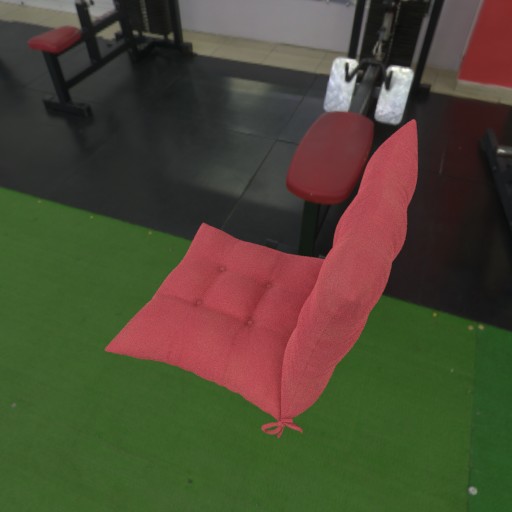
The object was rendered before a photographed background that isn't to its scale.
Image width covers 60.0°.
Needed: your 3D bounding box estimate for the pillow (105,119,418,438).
[{"bbox_3d":[0.000,0.000,1.000,0.585,0.536,0.541,18,49,16],"label":"pillow"}]
